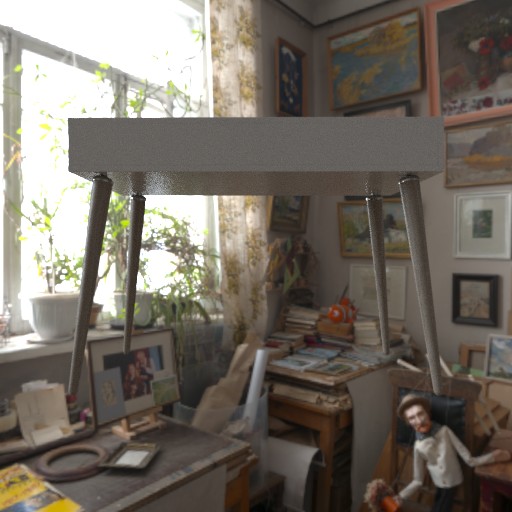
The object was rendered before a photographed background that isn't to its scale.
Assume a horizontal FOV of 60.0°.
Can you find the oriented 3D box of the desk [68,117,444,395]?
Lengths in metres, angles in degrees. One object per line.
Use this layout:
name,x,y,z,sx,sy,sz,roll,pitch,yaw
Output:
desk,0.000,0.000,1.387,0.979,0.723,0.491,0,0,0
